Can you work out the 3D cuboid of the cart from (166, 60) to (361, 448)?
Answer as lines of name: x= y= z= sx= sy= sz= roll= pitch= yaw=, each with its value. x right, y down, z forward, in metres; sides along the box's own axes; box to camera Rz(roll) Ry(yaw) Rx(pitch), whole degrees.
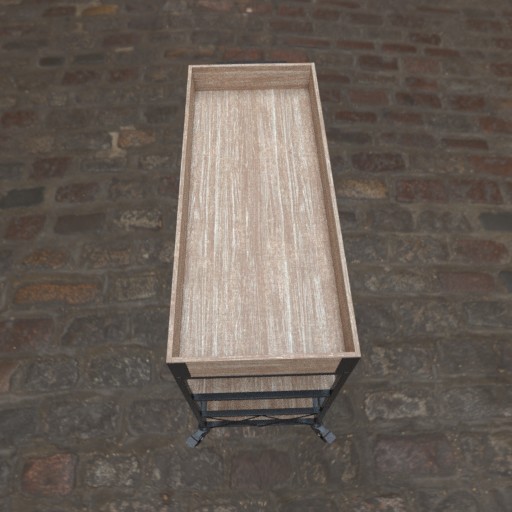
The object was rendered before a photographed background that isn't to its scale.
cart: x=0.000 y=0.000 z=1.493 sx=0.500 sy=0.787 sz=1.101 roll=-2 pitch=59 yaw=-1
